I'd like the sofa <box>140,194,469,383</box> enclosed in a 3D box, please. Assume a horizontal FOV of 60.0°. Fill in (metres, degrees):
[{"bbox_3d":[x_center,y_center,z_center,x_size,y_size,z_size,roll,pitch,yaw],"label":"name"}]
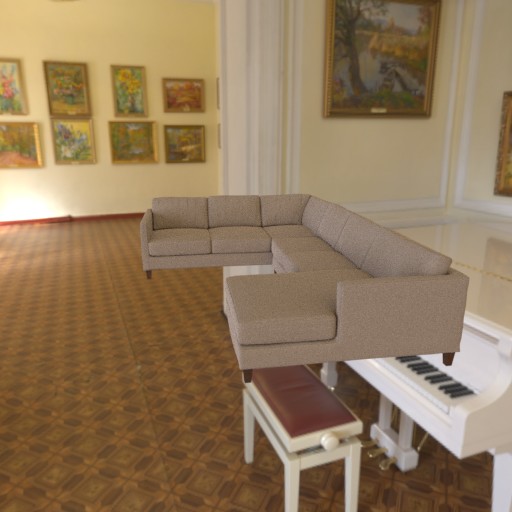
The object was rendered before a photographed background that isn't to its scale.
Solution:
[{"bbox_3d":[0.000,0.000,4.529,2.424,0.865,3.438,-2,15,-9],"label":"sofa"}]
